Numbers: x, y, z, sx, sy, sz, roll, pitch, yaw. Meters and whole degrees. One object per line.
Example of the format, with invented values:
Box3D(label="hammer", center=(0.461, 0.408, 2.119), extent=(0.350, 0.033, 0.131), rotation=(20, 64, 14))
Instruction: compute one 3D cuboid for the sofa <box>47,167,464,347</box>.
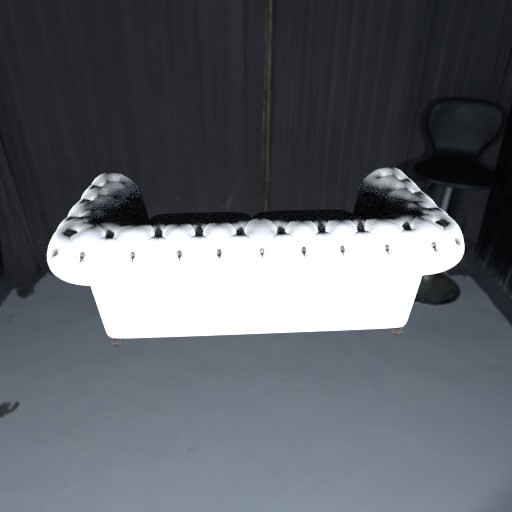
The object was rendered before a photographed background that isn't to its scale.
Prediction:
Box3D(label="sofa", center=(0.000, 0.000, 2.514), extent=(1.998, 0.764, 0.986), rotation=(-2, 30, -3))
